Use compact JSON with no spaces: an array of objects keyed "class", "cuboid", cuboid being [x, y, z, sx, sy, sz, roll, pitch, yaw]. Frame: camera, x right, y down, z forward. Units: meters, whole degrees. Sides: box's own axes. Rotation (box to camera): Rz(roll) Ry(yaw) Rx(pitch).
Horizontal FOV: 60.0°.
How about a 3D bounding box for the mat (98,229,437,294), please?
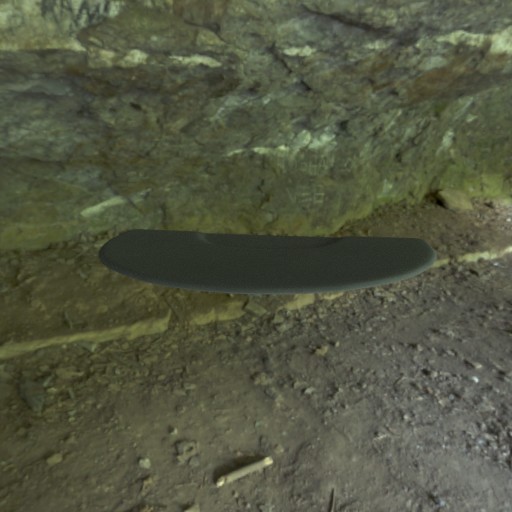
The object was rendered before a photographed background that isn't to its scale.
[{"class":"mat","cuboid":[0.000,0.000,1.845,1.525,0.022,0.917,2,14,9]}]
